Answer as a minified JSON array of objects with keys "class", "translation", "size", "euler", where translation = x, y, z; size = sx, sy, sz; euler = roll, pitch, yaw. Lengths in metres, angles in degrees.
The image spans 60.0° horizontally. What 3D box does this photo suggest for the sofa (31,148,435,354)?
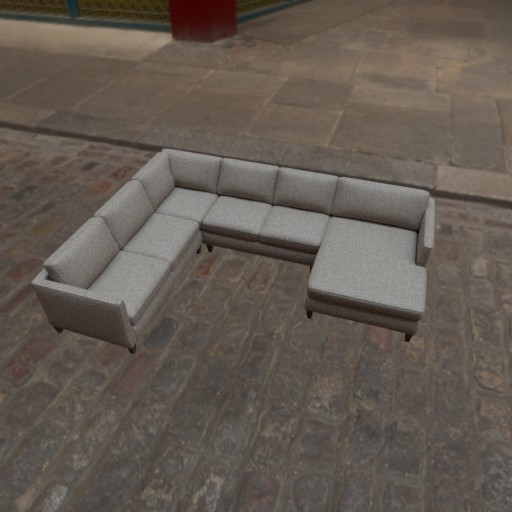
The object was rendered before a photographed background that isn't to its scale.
[{"class":"sofa","translation":[0.000,0.000,4.563],"size":[3.403,0.889,2.551],"euler":[12,42,14]}]
